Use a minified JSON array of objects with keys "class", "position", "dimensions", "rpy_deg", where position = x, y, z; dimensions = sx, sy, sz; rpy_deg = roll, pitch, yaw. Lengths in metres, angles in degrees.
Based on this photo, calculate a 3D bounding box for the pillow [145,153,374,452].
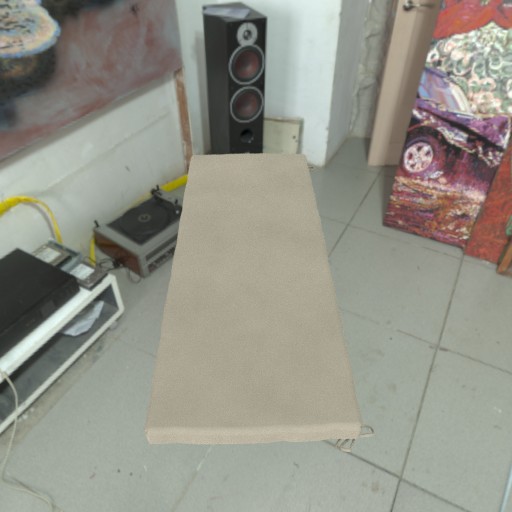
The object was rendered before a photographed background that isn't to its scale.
[{"class":"pillow","position":[0.000,0.000,1.350],"dimensions":[0.492,0.081,1.187],"rpy_deg":[-1,42,-1]}]
